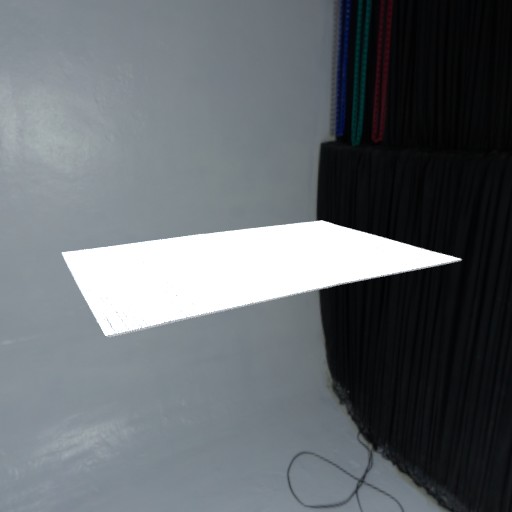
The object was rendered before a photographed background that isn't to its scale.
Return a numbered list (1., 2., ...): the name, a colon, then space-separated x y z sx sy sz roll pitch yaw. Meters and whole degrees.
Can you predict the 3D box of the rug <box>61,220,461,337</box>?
1. rug: 0.000 0.000 2.328 1.773 0.021 1.149 -9 18 -28
